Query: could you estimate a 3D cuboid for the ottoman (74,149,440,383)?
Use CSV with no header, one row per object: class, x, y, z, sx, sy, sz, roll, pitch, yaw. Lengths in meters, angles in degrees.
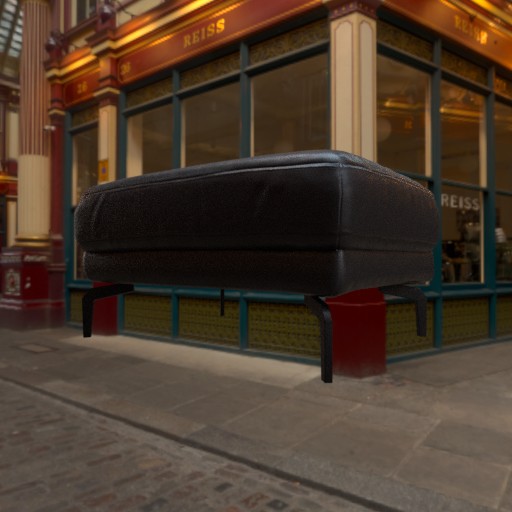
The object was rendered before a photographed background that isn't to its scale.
ottoman,0.000,0.000,1.102,0.764,0.402,0.570,0,0,37
